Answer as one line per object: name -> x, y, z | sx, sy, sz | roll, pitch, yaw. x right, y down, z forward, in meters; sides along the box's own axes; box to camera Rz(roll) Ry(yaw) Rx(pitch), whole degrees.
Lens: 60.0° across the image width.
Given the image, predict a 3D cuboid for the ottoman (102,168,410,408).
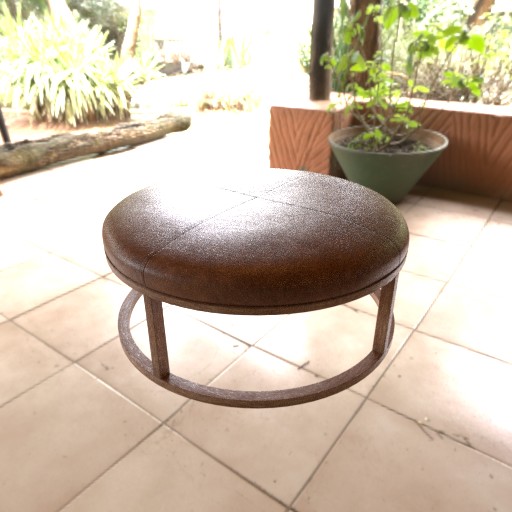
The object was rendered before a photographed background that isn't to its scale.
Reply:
ottoman -> 0.000, 0.000, 1.567 | 1.006, 0.445, 1.006 | 0, 26, 0
